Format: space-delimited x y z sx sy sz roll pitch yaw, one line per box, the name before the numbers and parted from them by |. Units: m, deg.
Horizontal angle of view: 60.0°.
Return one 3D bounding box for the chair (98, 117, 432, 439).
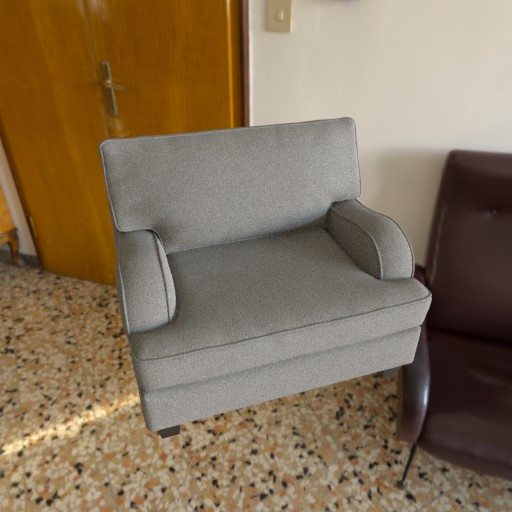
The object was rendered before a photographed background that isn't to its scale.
chair | 0.000 0.000 2.021 1.220 1.016 1.040 -10 34 -15
